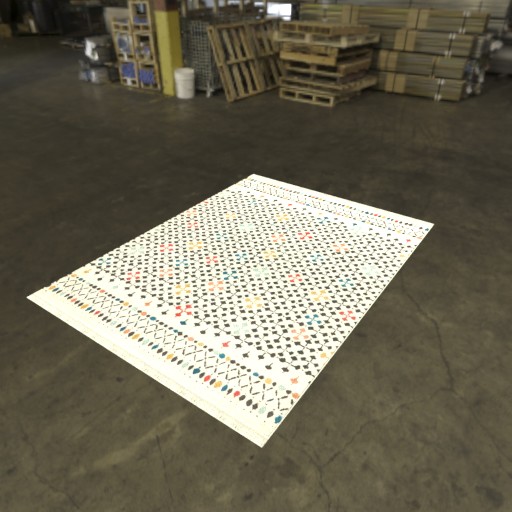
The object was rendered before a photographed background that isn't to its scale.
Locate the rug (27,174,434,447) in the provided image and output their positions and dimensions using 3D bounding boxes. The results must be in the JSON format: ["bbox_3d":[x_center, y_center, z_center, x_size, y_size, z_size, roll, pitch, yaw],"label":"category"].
[{"bbox_3d":[0.000,0.000,2.028,1.146,0.006,1.556,21,38,29],"label":"rug"}]
